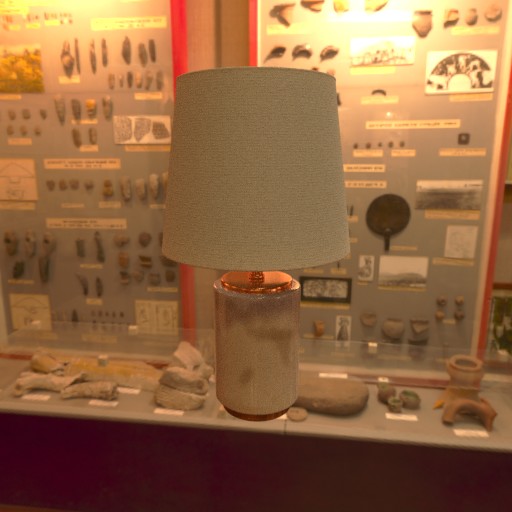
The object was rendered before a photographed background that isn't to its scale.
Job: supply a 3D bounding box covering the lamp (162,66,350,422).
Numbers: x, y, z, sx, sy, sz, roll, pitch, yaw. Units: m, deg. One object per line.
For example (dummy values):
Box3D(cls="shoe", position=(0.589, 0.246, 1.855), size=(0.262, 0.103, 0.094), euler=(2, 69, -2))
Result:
Box3D(cls="lamp", position=(0.000, 0.000, 0.458), size=(0.189, 0.340, 0.189), euler=(0, 13, 0))
